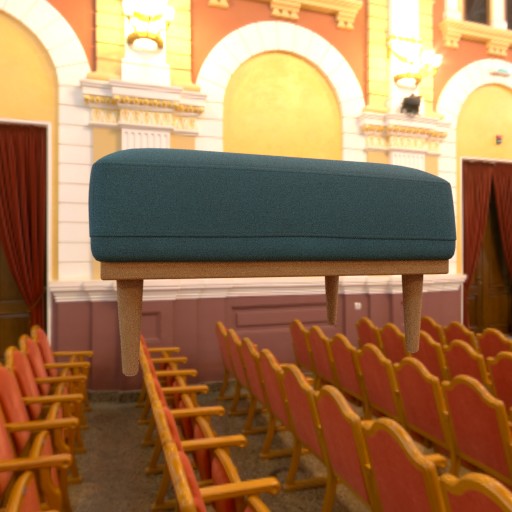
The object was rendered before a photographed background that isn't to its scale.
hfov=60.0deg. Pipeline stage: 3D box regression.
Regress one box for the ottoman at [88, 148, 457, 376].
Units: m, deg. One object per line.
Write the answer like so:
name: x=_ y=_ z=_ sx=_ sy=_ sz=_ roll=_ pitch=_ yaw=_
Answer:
ottoman: x=0.000 y=0.000 z=1.082 sx=0.749 sy=0.428 sz=0.549 roll=0 pitch=0 yaw=-18
